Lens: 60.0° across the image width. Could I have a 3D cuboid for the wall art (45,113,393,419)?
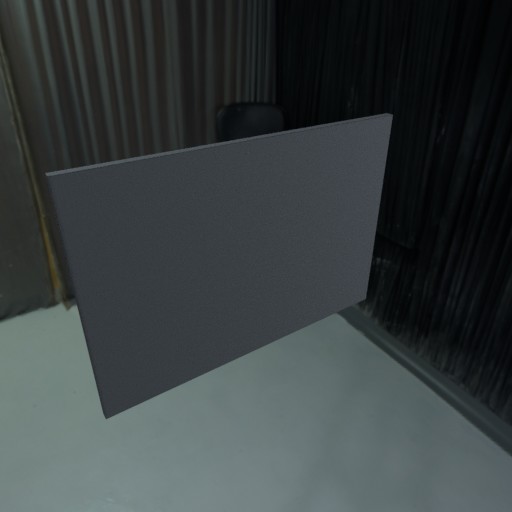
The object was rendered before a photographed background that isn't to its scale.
[{"bbox_3d":[0.000,0.000,1.239,0.964,0.659,0.049,-18,34,-28],"label":"wall art"}]
